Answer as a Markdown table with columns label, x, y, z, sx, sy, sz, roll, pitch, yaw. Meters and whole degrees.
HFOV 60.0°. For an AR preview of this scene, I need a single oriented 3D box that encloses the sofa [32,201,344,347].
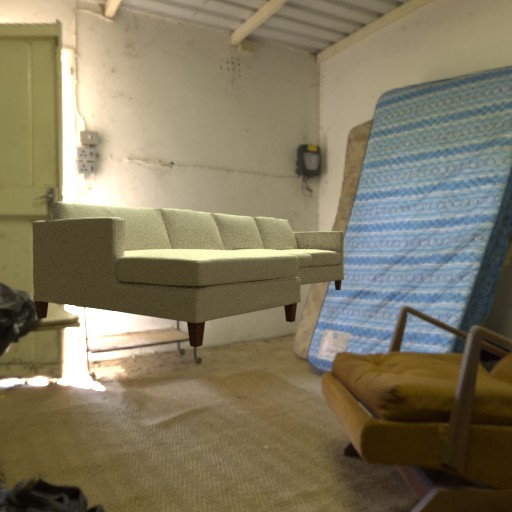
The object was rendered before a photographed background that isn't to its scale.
| label | x | y | z | sx | sy | sz | roll | pitch | yaw |
| --- | --- | --- | --- | --- | --- | --- | --- | --- | --- |
| sofa | 0.000 | 0.000 | 3.936 | 1.625 | 0.846 | 3.186 | 1 | 2 | 36 |
